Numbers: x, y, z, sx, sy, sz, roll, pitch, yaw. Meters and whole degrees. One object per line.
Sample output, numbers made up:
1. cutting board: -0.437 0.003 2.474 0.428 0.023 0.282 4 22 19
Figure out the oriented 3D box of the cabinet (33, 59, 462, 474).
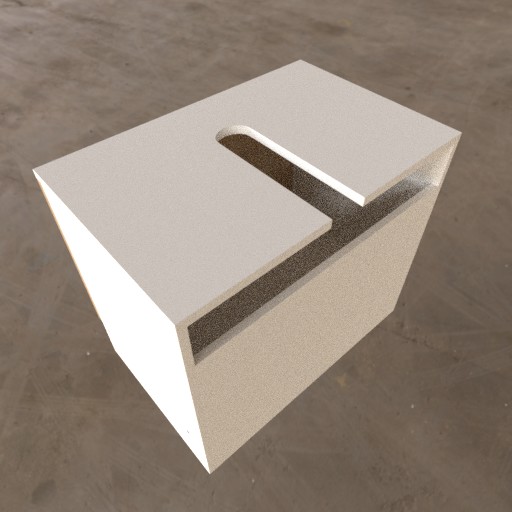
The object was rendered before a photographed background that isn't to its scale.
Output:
1. cabinet: 0.000 0.000 0.925 0.600 0.522 0.400 -33 55 -27
